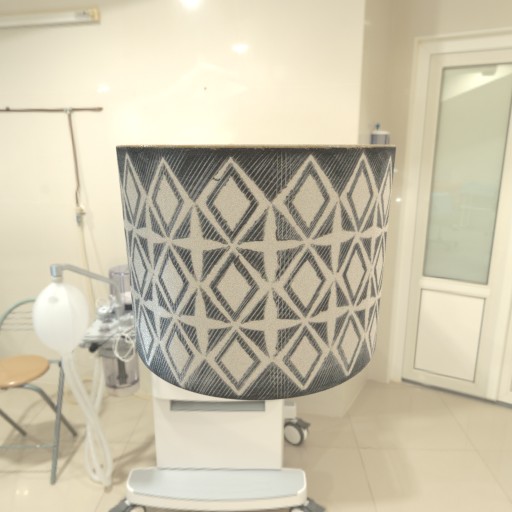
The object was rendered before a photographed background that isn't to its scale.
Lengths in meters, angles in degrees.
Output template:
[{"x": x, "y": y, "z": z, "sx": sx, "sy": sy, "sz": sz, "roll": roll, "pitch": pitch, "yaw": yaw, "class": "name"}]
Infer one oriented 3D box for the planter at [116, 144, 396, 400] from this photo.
[{"x": 0.000, "y": 0.000, "z": 0.338, "sx": 0.192, "sy": 0.165, "sz": 0.192, "roll": 0, "pitch": 14, "yaw": 0, "class": "planter"}]
